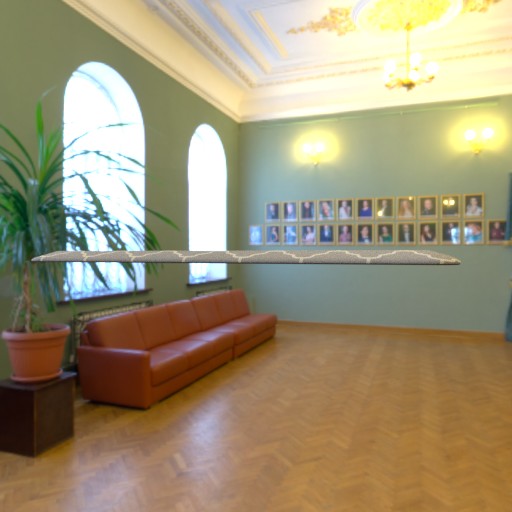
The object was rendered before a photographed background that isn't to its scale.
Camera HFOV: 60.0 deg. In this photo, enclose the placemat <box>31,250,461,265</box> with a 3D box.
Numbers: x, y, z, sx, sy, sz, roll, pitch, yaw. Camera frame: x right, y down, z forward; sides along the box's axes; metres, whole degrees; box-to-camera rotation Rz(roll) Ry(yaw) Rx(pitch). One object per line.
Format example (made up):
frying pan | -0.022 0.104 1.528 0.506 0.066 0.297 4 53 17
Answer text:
placemat | 0.000 0.000 0.957 0.762 0.021 0.508 0 0 19
